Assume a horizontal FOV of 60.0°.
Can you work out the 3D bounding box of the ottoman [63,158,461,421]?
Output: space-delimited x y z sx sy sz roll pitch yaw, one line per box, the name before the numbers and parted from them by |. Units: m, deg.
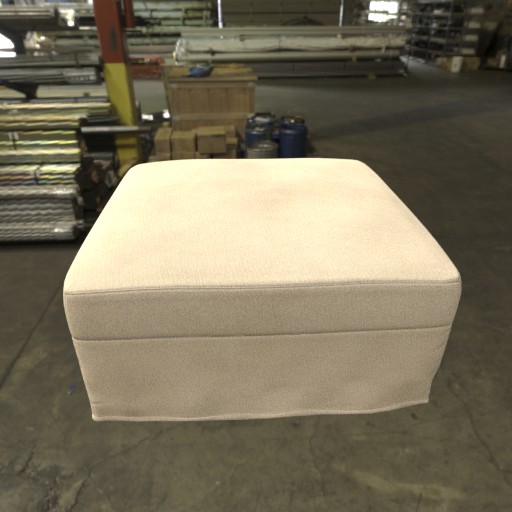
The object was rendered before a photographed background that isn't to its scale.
ottoman | 0.000 0.000 1.315 0.842 0.441 0.843 -2 29 -3
